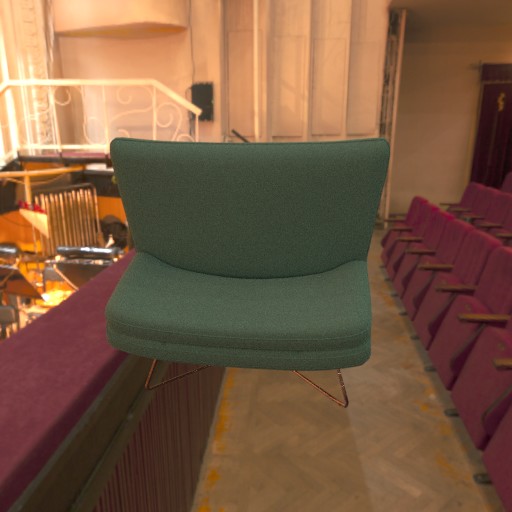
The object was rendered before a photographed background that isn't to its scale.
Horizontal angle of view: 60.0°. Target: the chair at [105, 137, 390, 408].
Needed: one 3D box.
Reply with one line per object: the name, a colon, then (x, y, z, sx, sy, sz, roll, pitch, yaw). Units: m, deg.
chair: (0.000, 0.000, 1.650, 0.859, 0.855, 1.008, 2, 15, 8)
